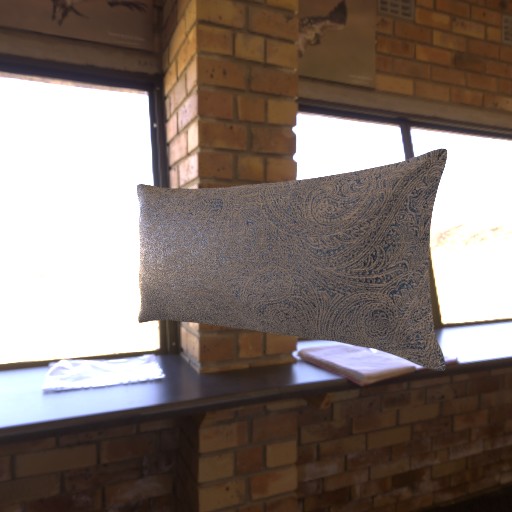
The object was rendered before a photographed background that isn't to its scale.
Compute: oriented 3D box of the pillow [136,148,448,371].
[{"bbox_3d":[0.000,0.000,0.760,0.615,0.295,0.151,1,2,35],"label":"pillow"}]
